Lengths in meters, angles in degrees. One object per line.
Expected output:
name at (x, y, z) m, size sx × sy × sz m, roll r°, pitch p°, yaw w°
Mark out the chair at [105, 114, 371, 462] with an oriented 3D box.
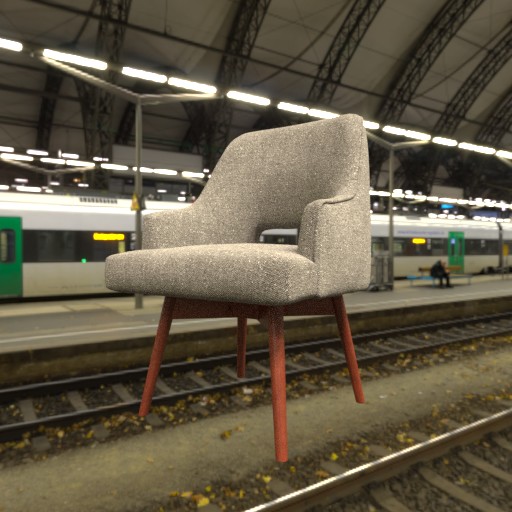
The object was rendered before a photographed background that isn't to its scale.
chair at (0.000, 0.000, 1.264) m, size 0.608 × 0.875 × 0.629 m, roll 1°, pitch 1°, yaw 35°
